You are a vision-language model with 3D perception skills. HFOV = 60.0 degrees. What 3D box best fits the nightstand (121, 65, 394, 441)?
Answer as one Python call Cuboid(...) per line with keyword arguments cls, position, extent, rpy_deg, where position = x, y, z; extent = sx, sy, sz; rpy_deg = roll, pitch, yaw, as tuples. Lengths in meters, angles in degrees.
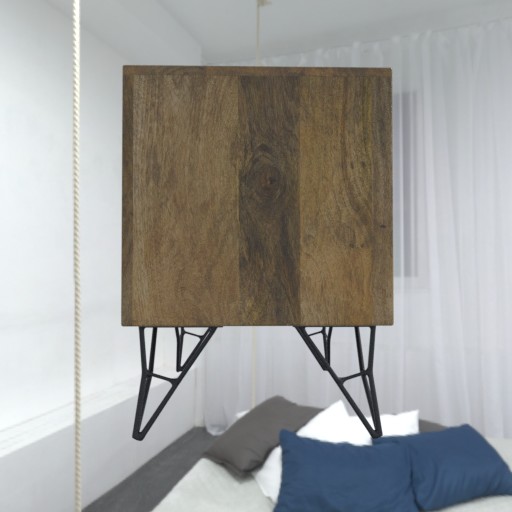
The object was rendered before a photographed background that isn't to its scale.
Cuboid(cls="nightstand", position=(0.000, 0.000, 0.883), extent=(0.406, 0.559, 0.457), rpy_deg=(0, -1, -1))
